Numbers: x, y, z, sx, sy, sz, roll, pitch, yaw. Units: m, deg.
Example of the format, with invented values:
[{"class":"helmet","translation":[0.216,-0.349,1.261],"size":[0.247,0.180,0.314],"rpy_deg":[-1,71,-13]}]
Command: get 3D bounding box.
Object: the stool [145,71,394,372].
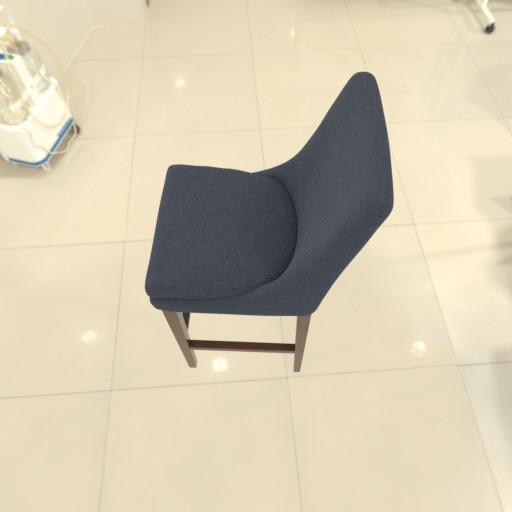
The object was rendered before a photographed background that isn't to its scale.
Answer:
[{"class":"stool","translation":[0.000,0.000,1.405],"size":[0.577,1.078,0.470],"rpy_deg":[2,59,1]}]
